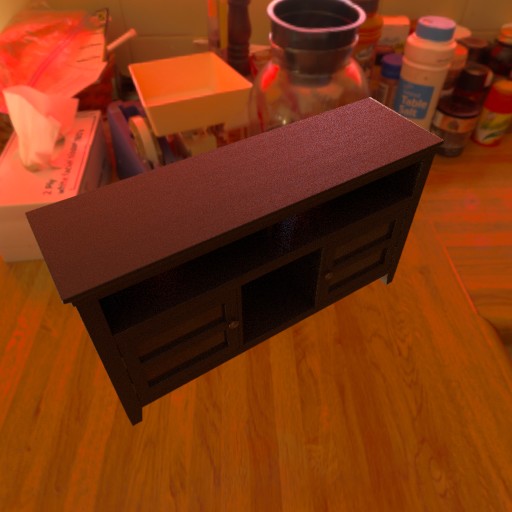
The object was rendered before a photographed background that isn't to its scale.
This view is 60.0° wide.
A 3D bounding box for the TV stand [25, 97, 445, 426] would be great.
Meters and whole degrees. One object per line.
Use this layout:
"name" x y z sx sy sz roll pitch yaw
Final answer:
"TV stand" 0.000 0.000 1.511 1.198 0.681 0.347 -24 51 -22
